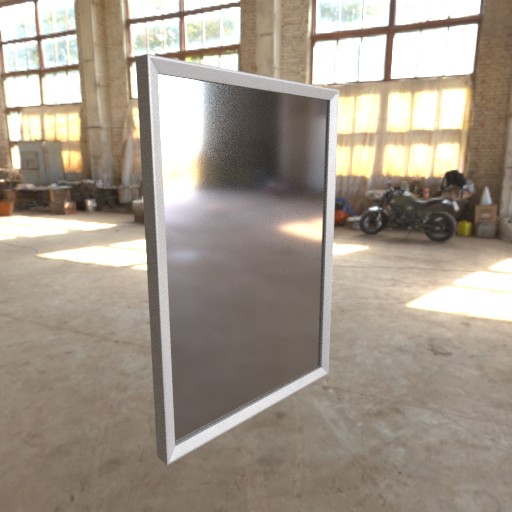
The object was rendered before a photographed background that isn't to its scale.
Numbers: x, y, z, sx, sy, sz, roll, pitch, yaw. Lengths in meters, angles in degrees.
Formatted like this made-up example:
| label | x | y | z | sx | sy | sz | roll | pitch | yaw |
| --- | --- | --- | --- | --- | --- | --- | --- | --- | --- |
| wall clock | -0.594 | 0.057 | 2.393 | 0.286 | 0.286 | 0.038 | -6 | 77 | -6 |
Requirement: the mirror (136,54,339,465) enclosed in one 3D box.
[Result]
| label | x | y | z | sx | sy | sz | roll | pitch | yaw |
| --- | --- | --- | --- | --- | --- | --- | --- | --- | --- |
| mirror | 0.000 | 0.000 | 0.935 | 0.039 | 0.710 | 0.507 | 12 | 17 | 43 |
